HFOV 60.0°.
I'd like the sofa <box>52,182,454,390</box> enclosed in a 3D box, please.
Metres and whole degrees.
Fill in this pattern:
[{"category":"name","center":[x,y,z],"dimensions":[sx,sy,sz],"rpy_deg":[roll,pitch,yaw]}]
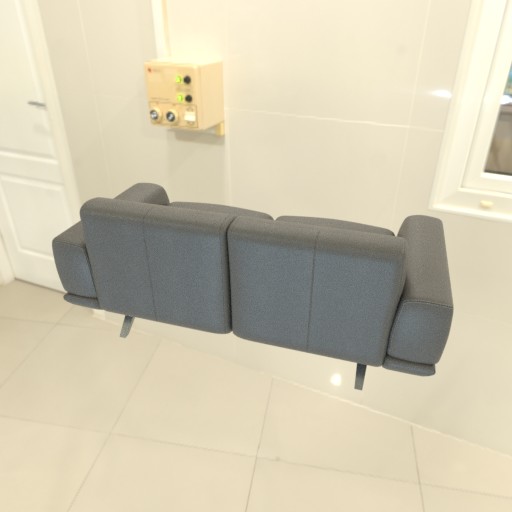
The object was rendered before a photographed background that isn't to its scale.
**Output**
[{"category":"sofa","center":[0.000,0.000,2.398],"dimensions":[1.901,0.772,0.900],"rpy_deg":[9,31,15]}]
